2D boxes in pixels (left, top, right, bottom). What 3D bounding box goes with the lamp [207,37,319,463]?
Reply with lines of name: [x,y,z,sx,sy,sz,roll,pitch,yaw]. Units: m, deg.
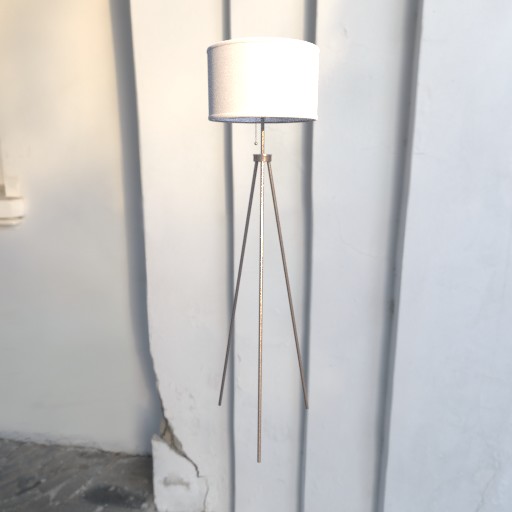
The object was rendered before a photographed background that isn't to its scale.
lamp: [0.000,0.000,1.805,0.458,1.545,0.448,7,15,27]
